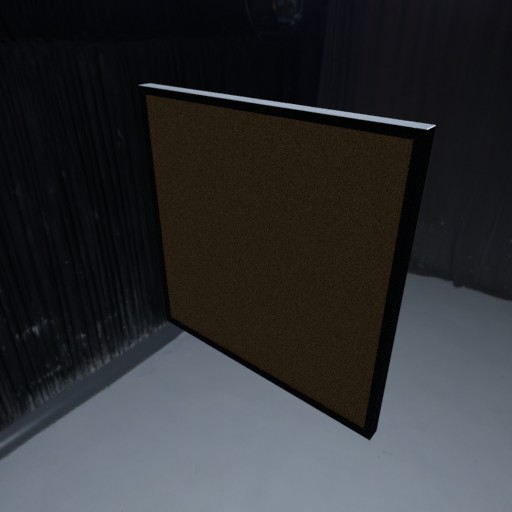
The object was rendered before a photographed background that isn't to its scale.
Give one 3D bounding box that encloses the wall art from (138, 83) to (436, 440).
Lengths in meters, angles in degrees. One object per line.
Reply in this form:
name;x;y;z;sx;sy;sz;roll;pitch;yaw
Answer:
wall art;0.000;0.000;1.136;0.761;0.761;0.037;22;36;34
